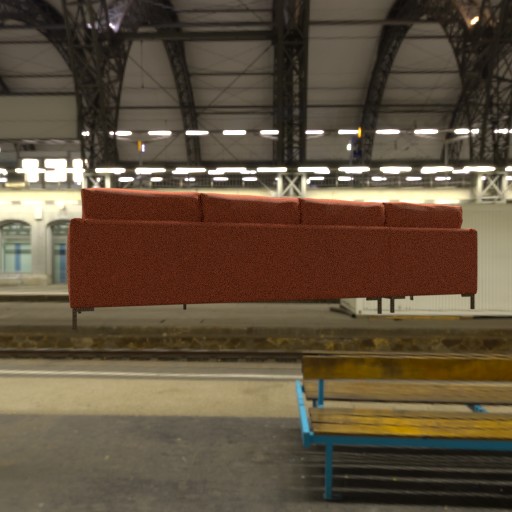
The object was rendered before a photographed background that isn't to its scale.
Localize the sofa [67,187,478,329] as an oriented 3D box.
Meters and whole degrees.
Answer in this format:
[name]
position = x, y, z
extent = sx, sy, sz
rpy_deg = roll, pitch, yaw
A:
[sofa]
position = 0.000, 0.000, 3.571
extent = 2.736, 0.757, 1.879
rpy_deg = 0, 0, -20
